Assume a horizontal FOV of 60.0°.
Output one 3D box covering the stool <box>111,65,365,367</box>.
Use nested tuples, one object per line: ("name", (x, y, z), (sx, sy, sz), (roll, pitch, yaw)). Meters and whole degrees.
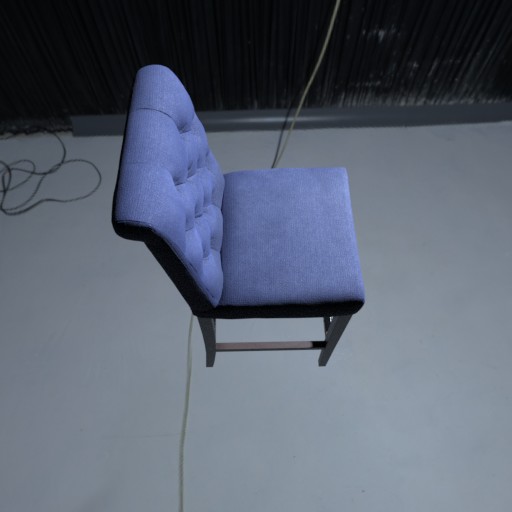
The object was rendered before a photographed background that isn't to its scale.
("stool", (0.000, 0.000, 1.459), (0.601, 1.140, 0.493), (-1, 62, -1))
